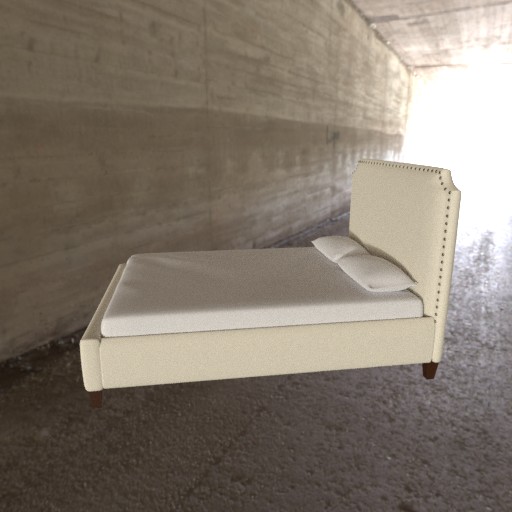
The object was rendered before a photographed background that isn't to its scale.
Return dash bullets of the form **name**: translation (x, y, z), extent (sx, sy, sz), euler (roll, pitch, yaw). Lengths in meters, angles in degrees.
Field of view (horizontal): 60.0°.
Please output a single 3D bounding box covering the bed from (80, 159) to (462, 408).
- **bed**: translation (0.000, 0.000, 3.514), extent (2.372, 1.443, 1.712), euler (-2, 15, -9)
